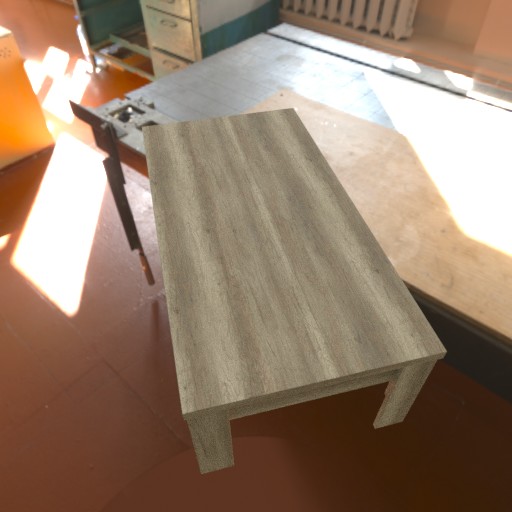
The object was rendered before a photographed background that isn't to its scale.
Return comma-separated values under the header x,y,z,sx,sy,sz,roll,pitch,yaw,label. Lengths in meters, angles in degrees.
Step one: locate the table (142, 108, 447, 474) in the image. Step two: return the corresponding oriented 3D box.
x,y,z,sx,sy,sz,roll,pitch,yaw,label
0.000,0.000,1.728,0.700,0.460,1.350,-10,47,-10,table
